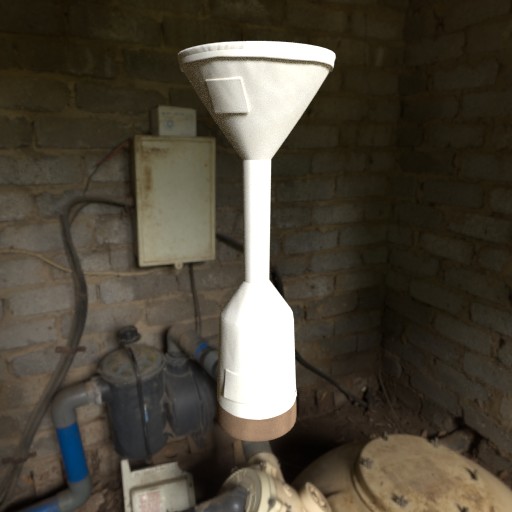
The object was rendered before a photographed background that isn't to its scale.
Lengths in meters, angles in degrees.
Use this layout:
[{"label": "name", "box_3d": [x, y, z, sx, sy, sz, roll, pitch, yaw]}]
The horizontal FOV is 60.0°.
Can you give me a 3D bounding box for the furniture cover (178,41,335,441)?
[{"label": "furniture cover", "box_3d": [0.000, 0.000, 2.901, 0.914, 2.413, 0.914, 7, 17, 25]}]
